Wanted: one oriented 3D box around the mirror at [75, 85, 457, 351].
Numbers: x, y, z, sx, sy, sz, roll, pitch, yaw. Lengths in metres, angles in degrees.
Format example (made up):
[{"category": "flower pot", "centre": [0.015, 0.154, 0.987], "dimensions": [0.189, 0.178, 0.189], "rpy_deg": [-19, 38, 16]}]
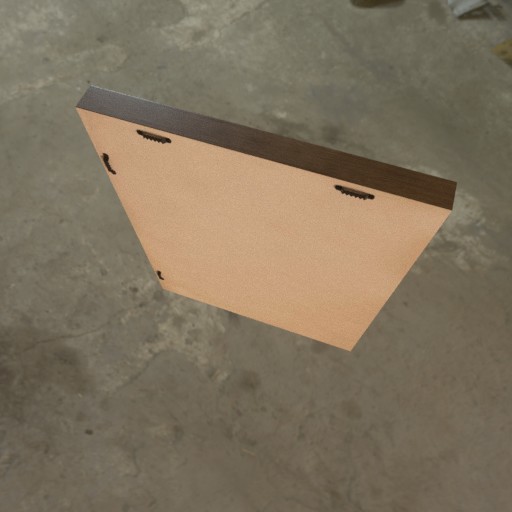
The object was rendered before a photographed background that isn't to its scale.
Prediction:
[{"category": "mirror", "centre": [0.000, 0.000, 0.684], "dimensions": [0.406, 0.509, 0.041], "rpy_deg": [17, 64, 9]}]
